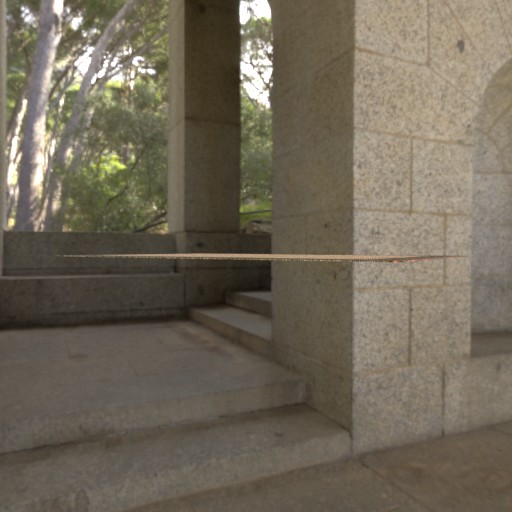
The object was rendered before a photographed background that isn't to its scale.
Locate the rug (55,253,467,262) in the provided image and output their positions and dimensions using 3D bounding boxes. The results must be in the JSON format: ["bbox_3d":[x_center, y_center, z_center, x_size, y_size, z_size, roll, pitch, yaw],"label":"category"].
[{"bbox_3d":[0.000,0.000,3.038,2.435,0.006,1.521,1,1,36],"label":"rug"}]
